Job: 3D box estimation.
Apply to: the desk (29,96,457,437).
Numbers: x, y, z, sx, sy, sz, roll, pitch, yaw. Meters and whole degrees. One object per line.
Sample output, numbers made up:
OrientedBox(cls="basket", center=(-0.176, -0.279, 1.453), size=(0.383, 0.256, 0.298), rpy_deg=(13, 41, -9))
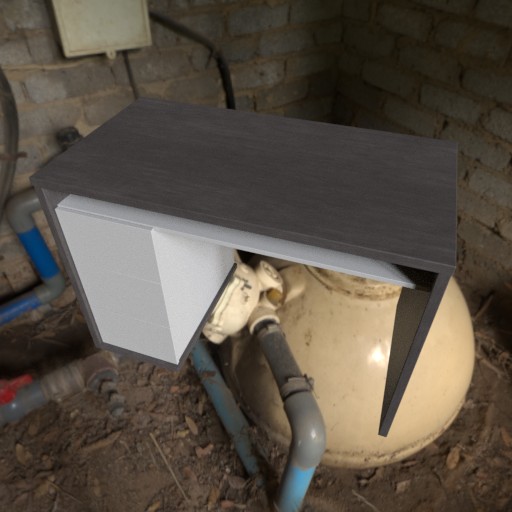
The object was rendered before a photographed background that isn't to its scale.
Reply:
OrientedBox(cls="desk", center=(0.000, 0.000, 1.528), size=(1.100, 0.750, 0.600), rpy_deg=(13, 43, 14))
